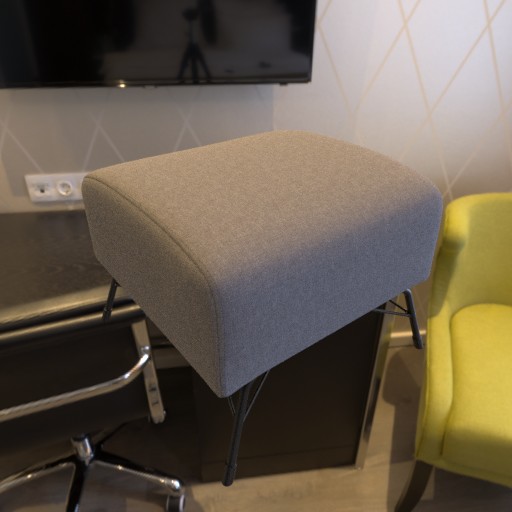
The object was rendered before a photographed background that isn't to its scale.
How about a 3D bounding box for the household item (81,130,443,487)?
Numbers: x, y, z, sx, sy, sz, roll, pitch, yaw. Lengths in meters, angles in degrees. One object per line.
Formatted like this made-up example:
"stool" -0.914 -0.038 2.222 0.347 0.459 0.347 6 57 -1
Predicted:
"household item" 0.000 0.000 0.911 0.530 0.410 0.530 -22 37 -32
